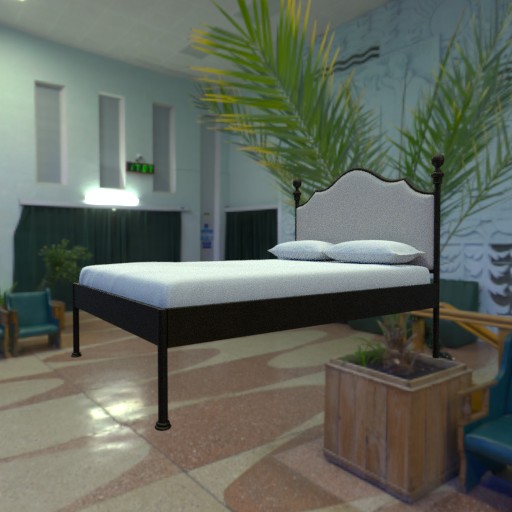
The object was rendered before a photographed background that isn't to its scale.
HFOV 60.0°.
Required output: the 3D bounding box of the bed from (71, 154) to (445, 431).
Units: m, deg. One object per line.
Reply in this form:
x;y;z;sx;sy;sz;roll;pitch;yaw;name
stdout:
0.000;0.000;3.244;2.224;1.499;1.642;-1;2;-36;bed
